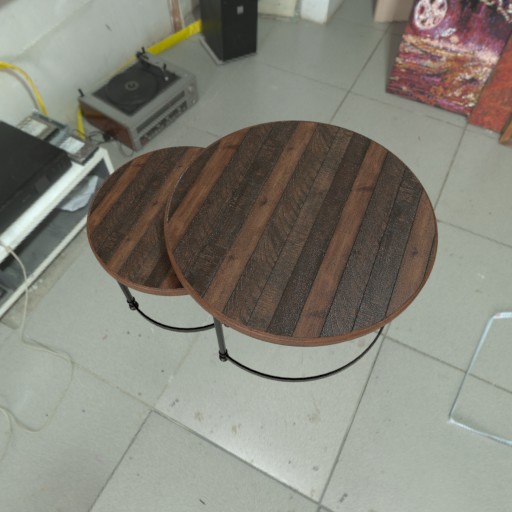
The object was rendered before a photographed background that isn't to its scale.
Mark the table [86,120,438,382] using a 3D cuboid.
[{"bbox_3d":[0.000,0.000,1.635,1.152,0.516,0.870,-2,58,-1],"label":"table"}]
